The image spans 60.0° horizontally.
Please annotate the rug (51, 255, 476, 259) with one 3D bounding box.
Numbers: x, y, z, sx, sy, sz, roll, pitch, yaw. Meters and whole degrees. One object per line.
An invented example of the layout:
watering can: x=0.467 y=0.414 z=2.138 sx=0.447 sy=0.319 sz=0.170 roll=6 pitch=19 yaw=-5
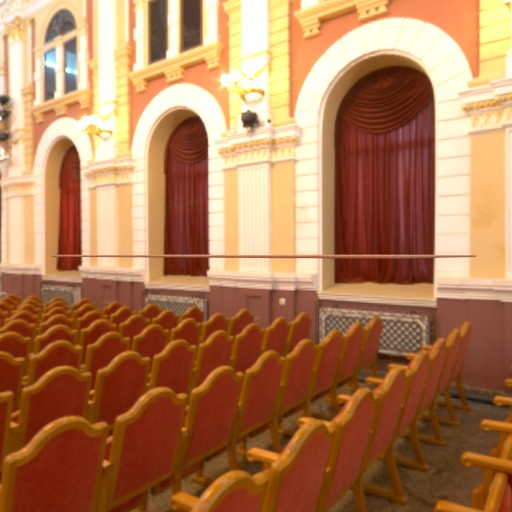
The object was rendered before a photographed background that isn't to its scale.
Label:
rug: x=0.000 y=0.000 z=2.993 sx=2.438 sy=0.014 sz=1.523 roll=0 pitch=0 yaw=36
